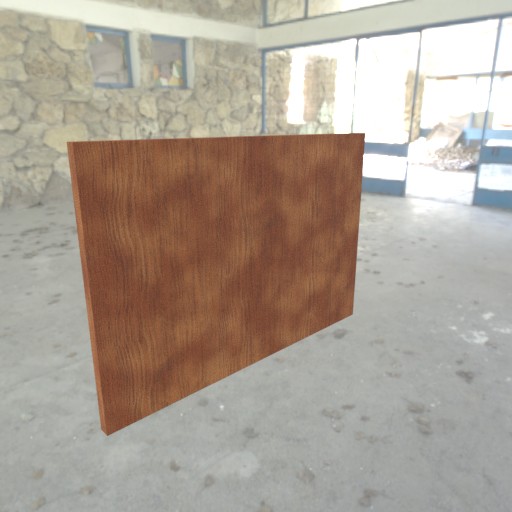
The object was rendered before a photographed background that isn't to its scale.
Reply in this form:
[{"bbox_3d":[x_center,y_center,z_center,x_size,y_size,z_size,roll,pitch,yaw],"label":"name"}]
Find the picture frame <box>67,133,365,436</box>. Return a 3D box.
[{"bbox_3d":[0.000,0.000,1.226,0.950,0.640,0.029,-15,23,-41],"label":"picture frame"}]
